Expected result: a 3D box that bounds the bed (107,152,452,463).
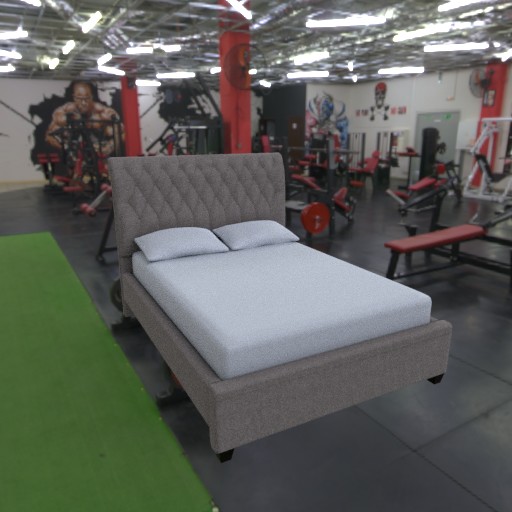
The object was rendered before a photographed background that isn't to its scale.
[{"bbox_3d":[0.000,0.000,3.310,1.645,1.371,2.252,-8,18,-27],"label":"bed"}]
